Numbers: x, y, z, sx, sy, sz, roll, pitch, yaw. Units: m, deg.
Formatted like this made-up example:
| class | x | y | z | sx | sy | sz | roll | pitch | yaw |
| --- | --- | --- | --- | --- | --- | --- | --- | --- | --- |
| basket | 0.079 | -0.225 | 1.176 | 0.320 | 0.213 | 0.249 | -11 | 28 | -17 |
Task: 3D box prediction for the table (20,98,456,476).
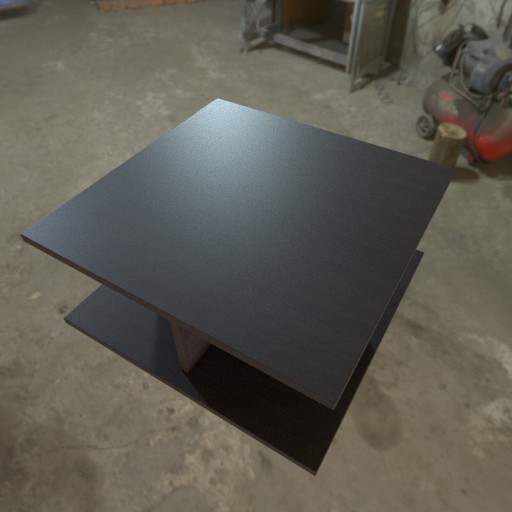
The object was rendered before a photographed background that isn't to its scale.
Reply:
| class | x | y | z | sx | sy | sz | roll | pitch | yaw |
| --- | --- | --- | --- | --- | --- | --- | --- | --- | --- |
| table | 0.000 | 0.000 | 1.211 | 0.762 | 0.396 | 0.762 | 24 | 50 | 21 |
